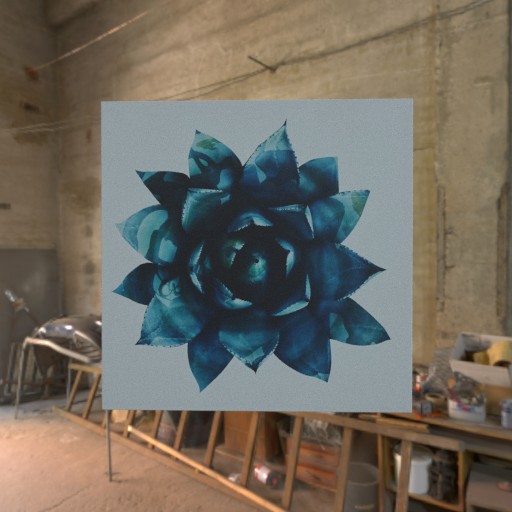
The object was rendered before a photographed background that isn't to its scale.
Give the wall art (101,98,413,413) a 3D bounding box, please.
[{"bbox_3d":[0.000,0.000,0.453,0.305,0.305,0.038,0,1,2],"label":"wall art"}]
